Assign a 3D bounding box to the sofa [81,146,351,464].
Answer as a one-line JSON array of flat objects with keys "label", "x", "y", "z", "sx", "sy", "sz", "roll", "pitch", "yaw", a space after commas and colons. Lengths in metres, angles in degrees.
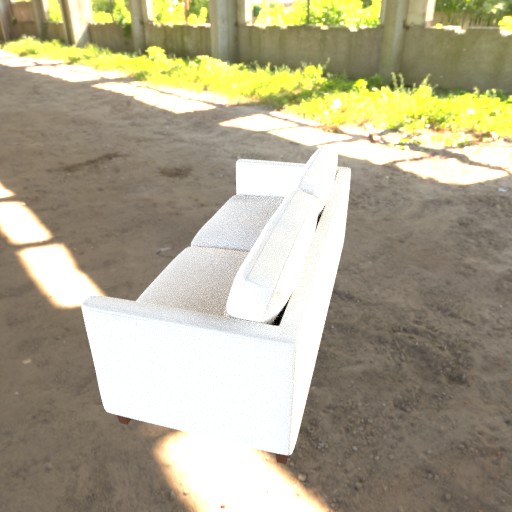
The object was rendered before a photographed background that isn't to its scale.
[{"label": "sofa", "x": 0.000, "y": 0.000, "z": 2.681, "sx": 0.924, "sy": 0.933, "sz": 2.139, "roll": 8, "pitch": 30, "yaw": 14}]
